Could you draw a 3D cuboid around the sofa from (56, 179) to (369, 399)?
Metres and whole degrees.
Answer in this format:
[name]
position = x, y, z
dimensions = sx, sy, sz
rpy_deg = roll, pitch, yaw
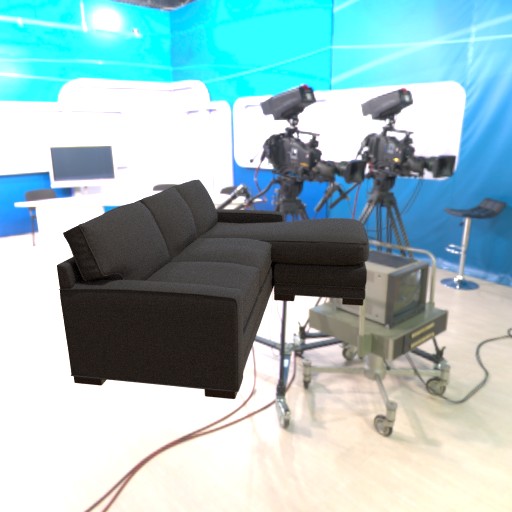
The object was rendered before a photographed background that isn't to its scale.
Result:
[sofa]
position = 0.000, 0.000, 3.403
dimensions = 1.790, 0.973, 2.370
rpy_deg = 3, 17, 9
